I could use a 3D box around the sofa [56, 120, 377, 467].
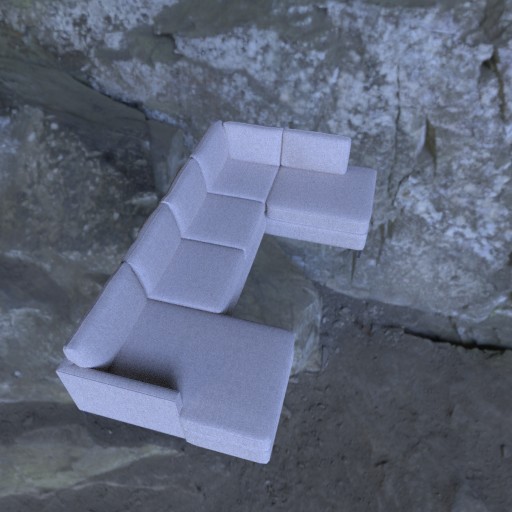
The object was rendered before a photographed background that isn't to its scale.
[{"bbox_3d":[0.000,0.000,4.216,2.021,0.996,3.423,11,46,10],"label":"sofa"}]
